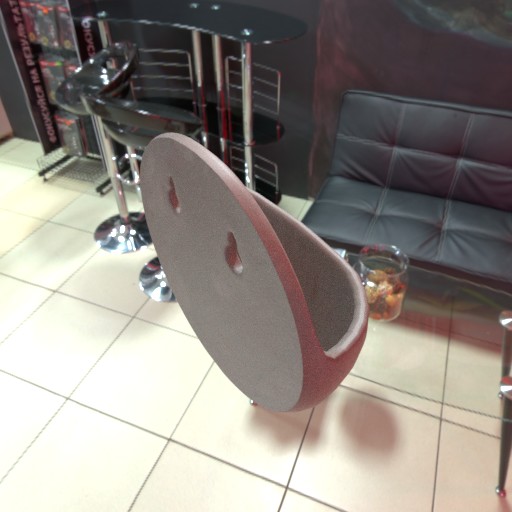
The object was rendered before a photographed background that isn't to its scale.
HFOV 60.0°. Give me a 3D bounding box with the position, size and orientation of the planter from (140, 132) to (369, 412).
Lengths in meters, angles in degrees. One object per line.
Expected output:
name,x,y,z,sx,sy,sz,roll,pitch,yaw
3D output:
planter,0.000,0.000,0.277,0.073,0.164,0.190,-25,46,-26
